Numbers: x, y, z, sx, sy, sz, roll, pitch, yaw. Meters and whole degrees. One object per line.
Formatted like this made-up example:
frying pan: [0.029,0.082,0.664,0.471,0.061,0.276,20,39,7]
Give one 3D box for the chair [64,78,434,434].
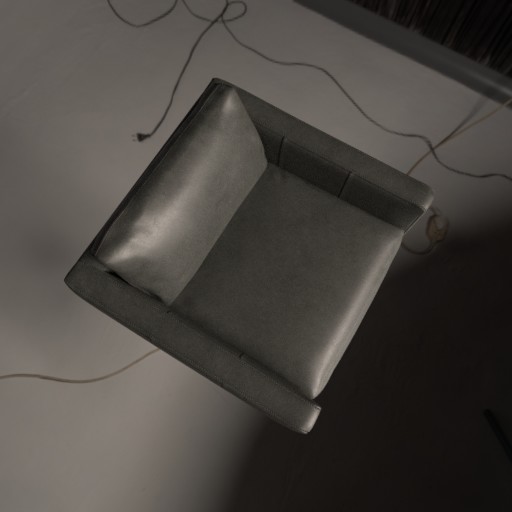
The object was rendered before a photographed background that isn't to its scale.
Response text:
chair: [0.000,0.000,1.543,0.861,0.824,0.967,30,76,8]
